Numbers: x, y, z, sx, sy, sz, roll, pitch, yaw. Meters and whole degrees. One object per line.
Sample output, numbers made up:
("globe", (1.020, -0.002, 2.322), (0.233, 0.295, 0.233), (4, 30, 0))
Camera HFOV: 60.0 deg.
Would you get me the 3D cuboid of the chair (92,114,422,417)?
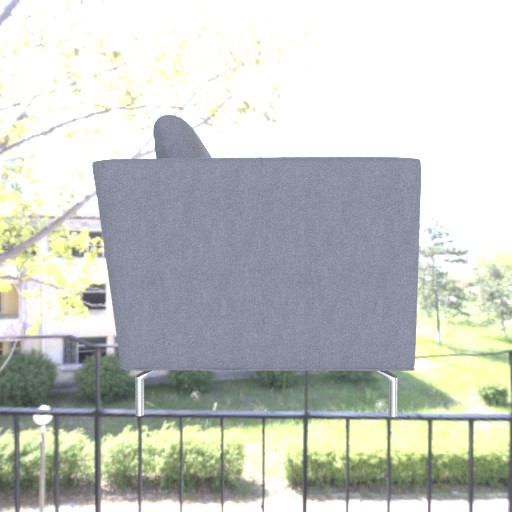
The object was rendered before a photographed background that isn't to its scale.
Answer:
("chair", (0.000, 0.000, 1.662), (0.889, 0.864, 1.041), (0, 1, 0))
